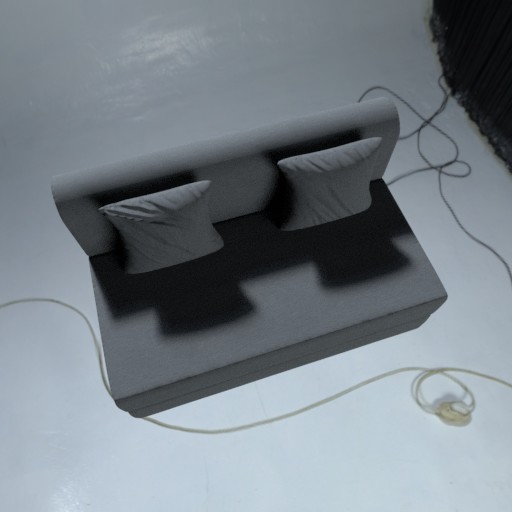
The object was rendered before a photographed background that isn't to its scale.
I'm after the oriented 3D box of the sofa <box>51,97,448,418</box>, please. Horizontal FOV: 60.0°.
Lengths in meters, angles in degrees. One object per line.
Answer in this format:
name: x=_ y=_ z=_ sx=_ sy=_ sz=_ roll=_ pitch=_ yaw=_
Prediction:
sofa: x=0.000 y=0.000 z=1.681 sx=1.225 sy=0.670 sz=0.762 roll=-16 pitch=63 yaw=-8
